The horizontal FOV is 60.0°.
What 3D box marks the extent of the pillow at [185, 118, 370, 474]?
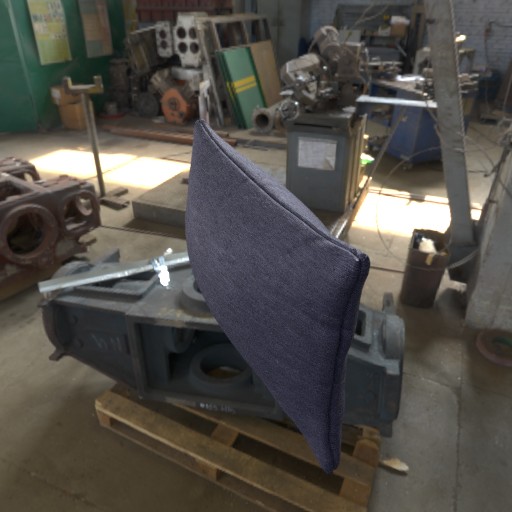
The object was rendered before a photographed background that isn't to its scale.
[{"bbox_3d":[0.000,0.000,0.773,0.210,0.338,0.633,-11,32,-18],"label":"pillow"}]
